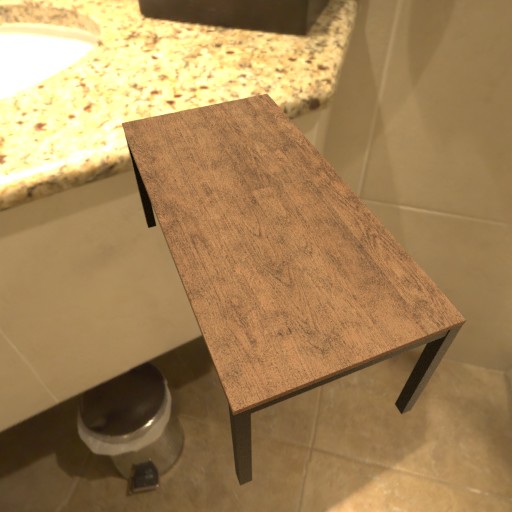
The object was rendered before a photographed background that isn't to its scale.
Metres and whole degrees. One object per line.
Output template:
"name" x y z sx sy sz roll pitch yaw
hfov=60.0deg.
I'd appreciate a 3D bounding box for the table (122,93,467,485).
"table" 0.000 0.000 2.322 0.893 0.767 1.805 -17 50 -15
